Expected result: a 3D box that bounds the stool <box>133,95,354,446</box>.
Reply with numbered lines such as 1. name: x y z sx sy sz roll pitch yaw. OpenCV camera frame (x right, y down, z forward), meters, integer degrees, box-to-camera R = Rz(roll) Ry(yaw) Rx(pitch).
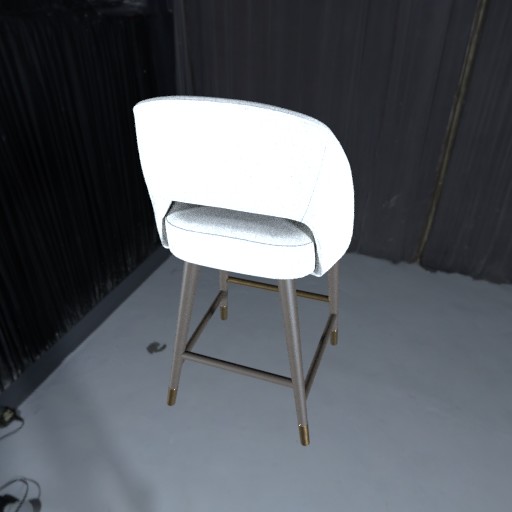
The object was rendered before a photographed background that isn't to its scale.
1. stool: 0.000 0.000 1.223 0.494 0.940 0.509 10 33 16
